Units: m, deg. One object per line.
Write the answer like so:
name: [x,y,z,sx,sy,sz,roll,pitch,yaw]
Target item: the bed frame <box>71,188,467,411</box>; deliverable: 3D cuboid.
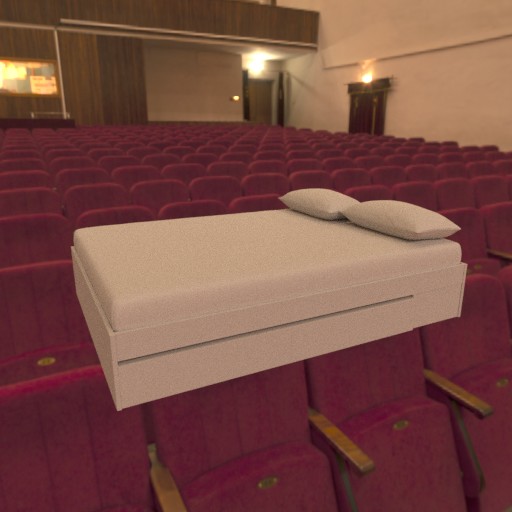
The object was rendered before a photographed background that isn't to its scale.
bed frame: [0.000,0.000,2.679,1.950,0.629,1.450,-8,18,-26]
